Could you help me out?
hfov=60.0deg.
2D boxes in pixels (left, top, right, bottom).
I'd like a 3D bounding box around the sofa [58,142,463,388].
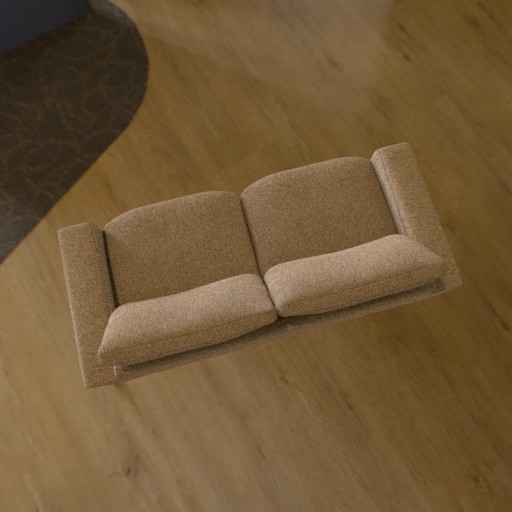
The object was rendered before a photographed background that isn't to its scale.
[{"bbox_3d":[0.000,0.000,2.791,2.299,0.922,1.040,-15,77,-4],"label":"sofa"}]
